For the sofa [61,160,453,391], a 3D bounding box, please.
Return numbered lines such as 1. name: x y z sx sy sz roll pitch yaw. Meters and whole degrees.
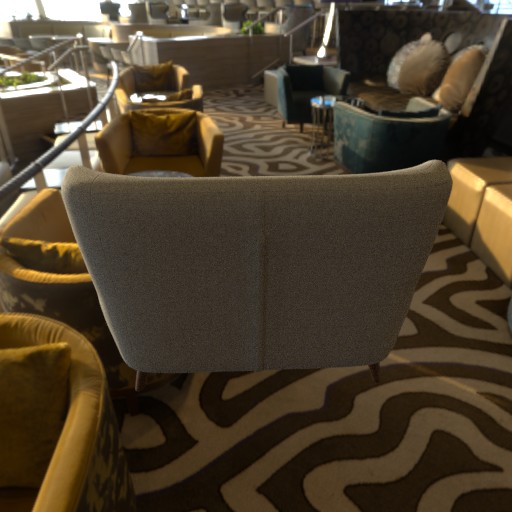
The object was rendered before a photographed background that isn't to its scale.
1. sofa: 0.000 0.000 2.012 1.386 1.028 0.884 -1 30 -2
